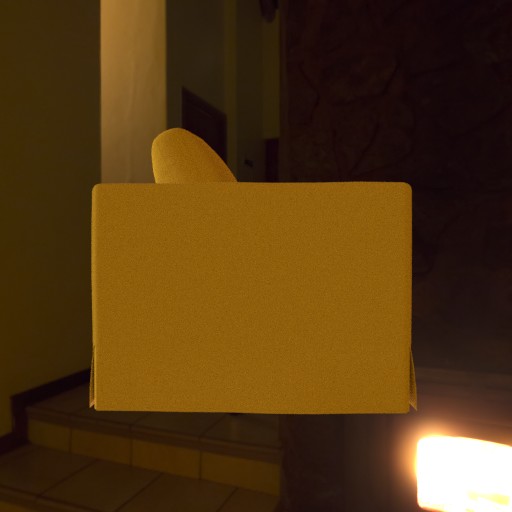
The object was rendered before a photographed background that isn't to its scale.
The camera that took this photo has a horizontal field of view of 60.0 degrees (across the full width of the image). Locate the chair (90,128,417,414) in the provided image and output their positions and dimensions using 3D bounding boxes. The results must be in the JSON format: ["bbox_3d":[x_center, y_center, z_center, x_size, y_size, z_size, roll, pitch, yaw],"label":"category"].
[{"bbox_3d":[0.000,0.000,1.824,0.957,0.878,1.150,0,1,1],"label":"chair"}]
